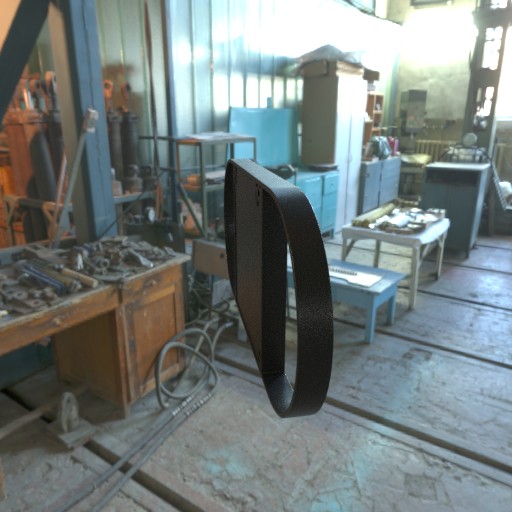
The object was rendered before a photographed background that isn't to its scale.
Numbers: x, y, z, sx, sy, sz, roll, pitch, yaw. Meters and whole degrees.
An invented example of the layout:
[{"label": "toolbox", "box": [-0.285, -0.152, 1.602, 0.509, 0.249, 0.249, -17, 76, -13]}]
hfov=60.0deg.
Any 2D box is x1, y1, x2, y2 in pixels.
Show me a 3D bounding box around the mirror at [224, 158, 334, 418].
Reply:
[{"label": "mirror", "box": [0.000, 0.000, 0.659, 0.032, 0.254, 0.584, -3, 18, -10]}]
